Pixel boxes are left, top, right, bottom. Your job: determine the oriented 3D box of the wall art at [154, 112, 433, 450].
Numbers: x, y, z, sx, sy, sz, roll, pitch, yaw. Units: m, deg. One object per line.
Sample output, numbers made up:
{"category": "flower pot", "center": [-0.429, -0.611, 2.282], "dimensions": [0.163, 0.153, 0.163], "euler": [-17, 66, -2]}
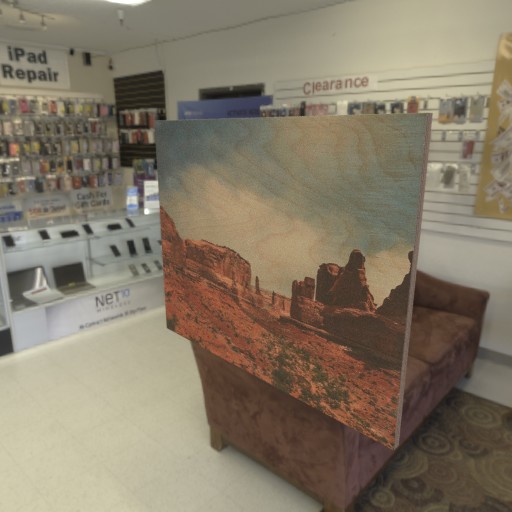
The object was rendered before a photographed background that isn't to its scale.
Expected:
{"category": "wall art", "center": [0.000, 0.000, 0.683], "dimensions": [0.013, 0.406, 0.508], "euler": [-15, 22, -43]}
